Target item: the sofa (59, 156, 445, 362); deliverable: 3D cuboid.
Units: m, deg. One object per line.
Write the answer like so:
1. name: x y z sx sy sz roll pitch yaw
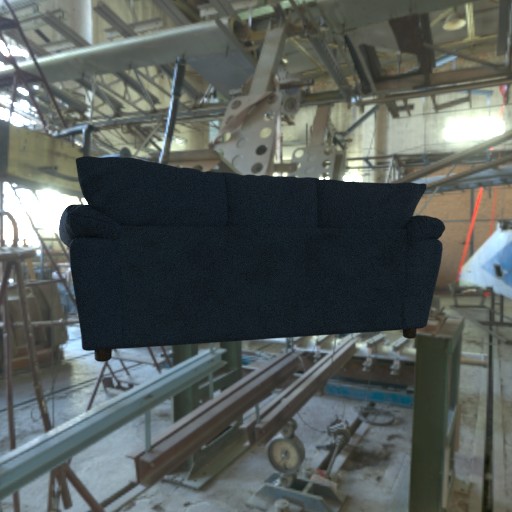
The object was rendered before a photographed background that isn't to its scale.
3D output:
1. sofa: 0.000 0.000 2.900 2.390 1.091 0.907 0 2 -17
